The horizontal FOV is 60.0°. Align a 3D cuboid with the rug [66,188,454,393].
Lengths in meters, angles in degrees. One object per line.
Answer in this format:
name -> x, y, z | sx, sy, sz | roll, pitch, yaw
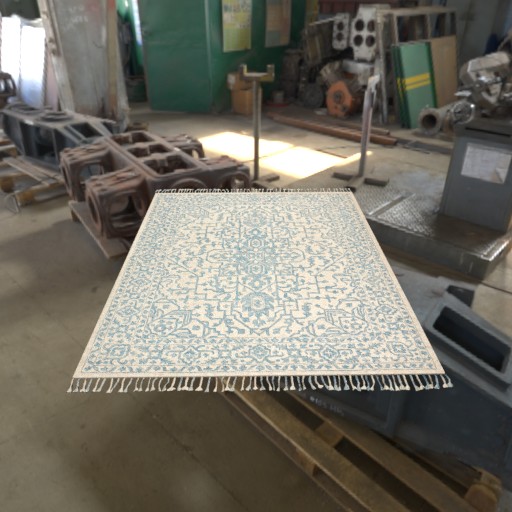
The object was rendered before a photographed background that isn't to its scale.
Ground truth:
rug -> 0.000, 0.000, 4.200 | 2.464, 0.010, 3.327 | -1, 31, -1
